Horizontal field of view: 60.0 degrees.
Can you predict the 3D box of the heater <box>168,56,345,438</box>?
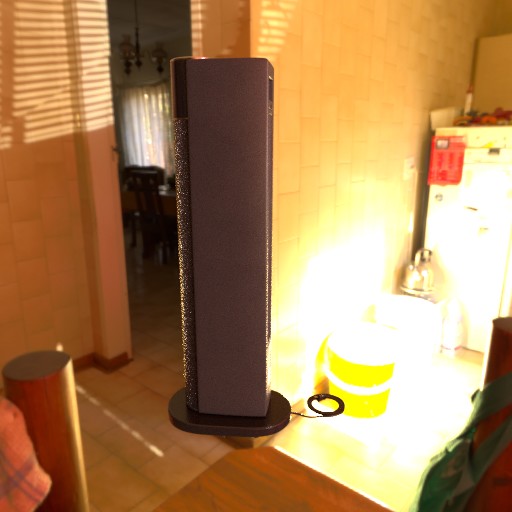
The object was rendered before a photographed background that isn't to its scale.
[{"bbox_3d":[0.000,0.000,1.044,0.458,0.856,0.214,2,15,9],"label":"heater"}]
